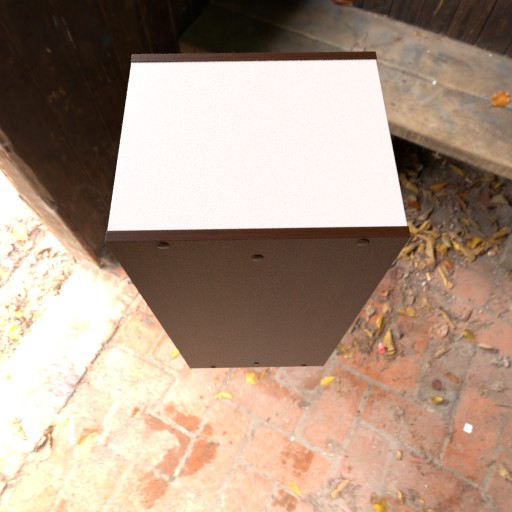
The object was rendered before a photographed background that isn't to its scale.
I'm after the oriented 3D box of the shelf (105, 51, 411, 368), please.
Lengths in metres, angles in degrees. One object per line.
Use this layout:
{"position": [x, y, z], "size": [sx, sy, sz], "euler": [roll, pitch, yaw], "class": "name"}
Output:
{"position": [0.000, 0.000, 0.744], "size": [0.290, 0.600, 0.253], "euler": [-1, 65, 0], "class": "shelf"}
